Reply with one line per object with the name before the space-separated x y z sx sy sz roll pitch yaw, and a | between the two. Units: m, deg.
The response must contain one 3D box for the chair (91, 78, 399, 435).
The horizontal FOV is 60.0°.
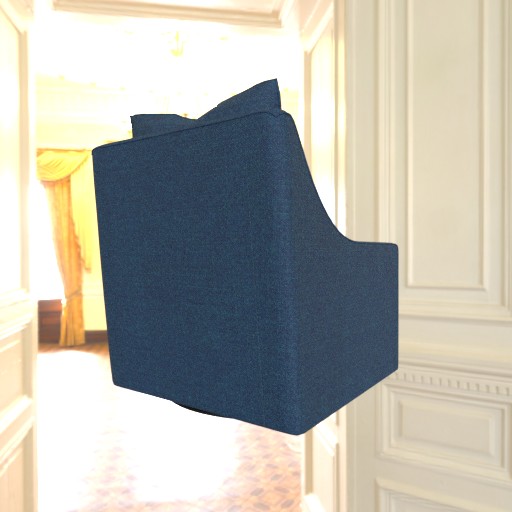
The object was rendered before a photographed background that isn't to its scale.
chair | 0.000 0.000 1.585 0.750 0.939 0.870 1 1 35
